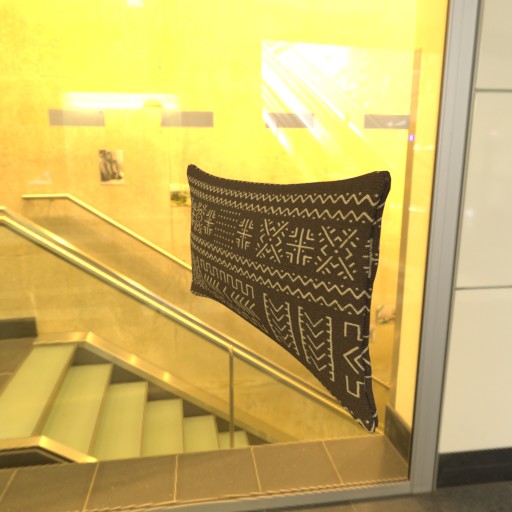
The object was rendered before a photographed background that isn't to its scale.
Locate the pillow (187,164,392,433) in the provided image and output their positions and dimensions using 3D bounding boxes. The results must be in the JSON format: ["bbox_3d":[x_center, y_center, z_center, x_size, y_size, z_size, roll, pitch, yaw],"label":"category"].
[{"bbox_3d":[0.000,0.000,0.805,0.135,0.322,0.667,-6,14,-27],"label":"pillow"}]
